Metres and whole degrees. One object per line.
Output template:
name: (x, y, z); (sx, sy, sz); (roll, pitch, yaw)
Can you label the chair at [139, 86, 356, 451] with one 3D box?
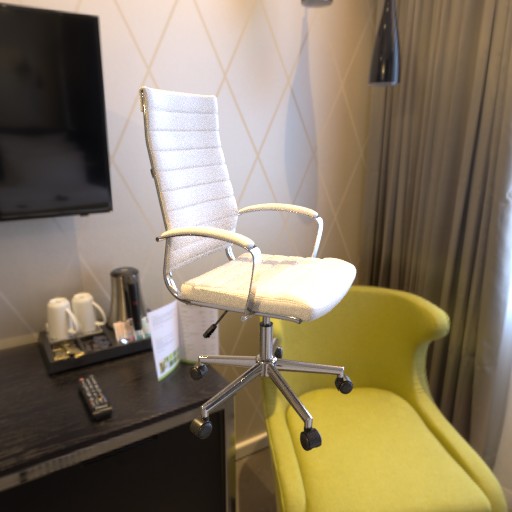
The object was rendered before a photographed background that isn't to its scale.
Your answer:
chair: (0.000, 0.000, 1.613); (0.679, 1.149, 0.679); (8, 17, 26)
